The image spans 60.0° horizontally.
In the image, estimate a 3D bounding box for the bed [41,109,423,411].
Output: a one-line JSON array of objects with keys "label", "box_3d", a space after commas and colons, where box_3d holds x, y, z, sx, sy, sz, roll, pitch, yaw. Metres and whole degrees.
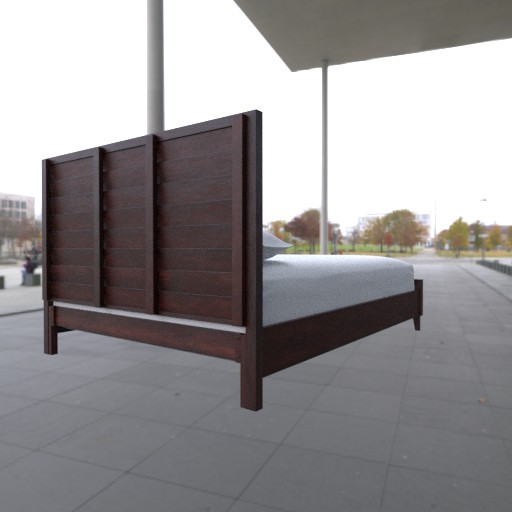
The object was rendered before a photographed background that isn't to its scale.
[{"label": "bed", "box_3d": [0.000, 0.000, 3.876, 2.040, 1.492, 2.803, 1, 1, 37]}]
